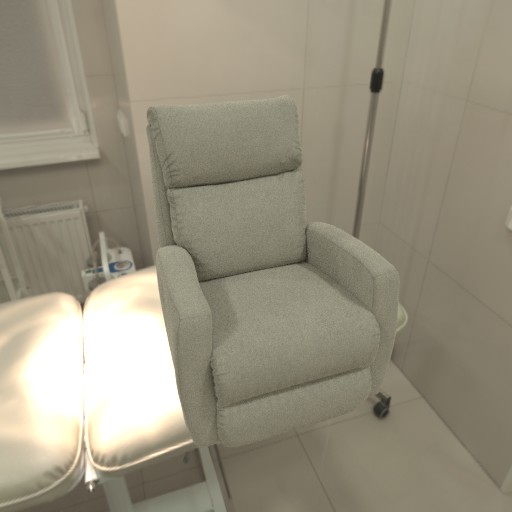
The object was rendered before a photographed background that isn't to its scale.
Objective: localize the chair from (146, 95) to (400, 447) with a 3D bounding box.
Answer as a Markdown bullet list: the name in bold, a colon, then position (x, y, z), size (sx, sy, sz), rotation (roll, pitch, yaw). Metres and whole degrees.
- **chair**: position (0.000, 0.000, 1.716), size (0.794, 1.021, 0.940), rotation (-10, 33, -16)
